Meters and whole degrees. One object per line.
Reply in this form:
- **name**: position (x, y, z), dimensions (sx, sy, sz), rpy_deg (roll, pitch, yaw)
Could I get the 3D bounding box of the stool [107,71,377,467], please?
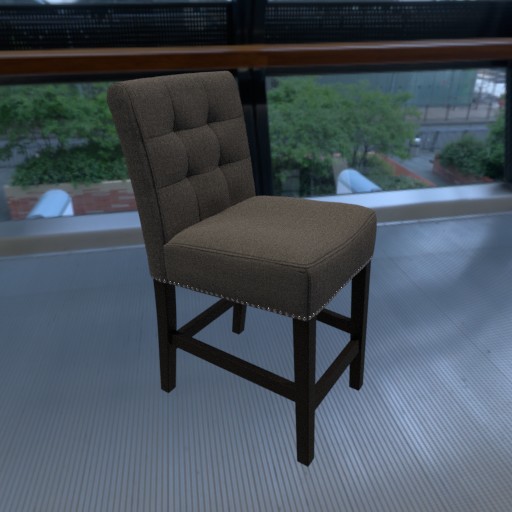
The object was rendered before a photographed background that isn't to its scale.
- **stool**: position (0.000, 0.000, 1.196), dimensions (0.571, 0.885, 0.427), rpy_deg (17, 31, 30)
